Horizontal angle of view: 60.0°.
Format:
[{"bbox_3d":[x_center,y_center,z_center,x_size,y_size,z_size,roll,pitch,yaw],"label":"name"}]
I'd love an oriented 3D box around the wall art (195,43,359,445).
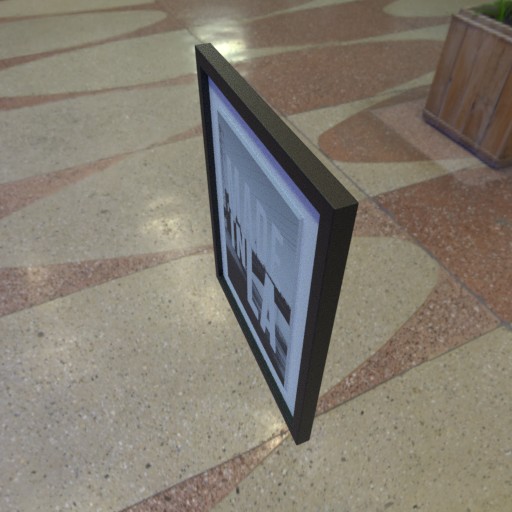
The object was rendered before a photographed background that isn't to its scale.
[{"bbox_3d":[0.000,0.000,0.772,0.028,0.559,0.457,-16,47,-16],"label":"wall art"}]
